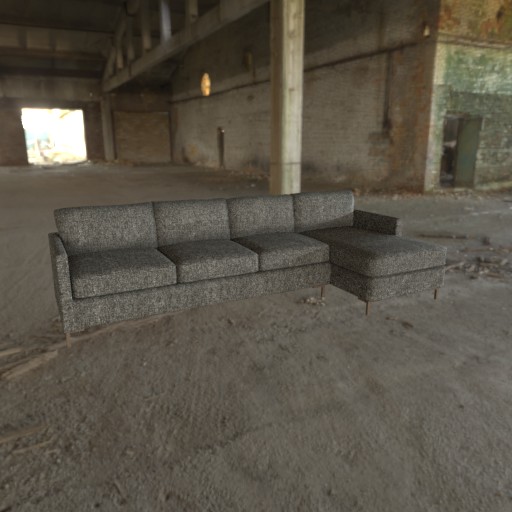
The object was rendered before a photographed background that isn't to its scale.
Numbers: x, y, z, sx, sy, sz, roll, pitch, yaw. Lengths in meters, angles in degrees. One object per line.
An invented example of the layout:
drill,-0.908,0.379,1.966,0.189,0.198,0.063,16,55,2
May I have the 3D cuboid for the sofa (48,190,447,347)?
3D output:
sofa,0.000,0.000,4.101,3.384,0.970,1.488,-7,16,-27
